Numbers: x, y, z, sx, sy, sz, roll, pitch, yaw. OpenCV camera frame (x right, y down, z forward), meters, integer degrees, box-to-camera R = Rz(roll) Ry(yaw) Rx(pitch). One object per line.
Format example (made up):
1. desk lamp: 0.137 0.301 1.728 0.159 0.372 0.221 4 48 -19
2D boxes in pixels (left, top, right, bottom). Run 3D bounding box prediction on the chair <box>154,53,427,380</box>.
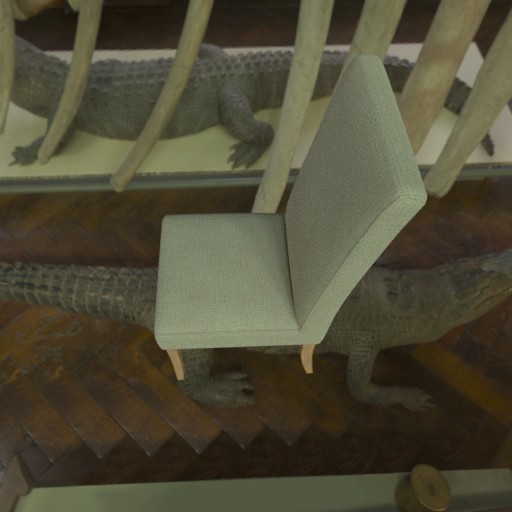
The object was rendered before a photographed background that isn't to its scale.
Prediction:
1. chair: 0.000 0.000 1.325 0.611 1.033 0.450 -3 58 -2
